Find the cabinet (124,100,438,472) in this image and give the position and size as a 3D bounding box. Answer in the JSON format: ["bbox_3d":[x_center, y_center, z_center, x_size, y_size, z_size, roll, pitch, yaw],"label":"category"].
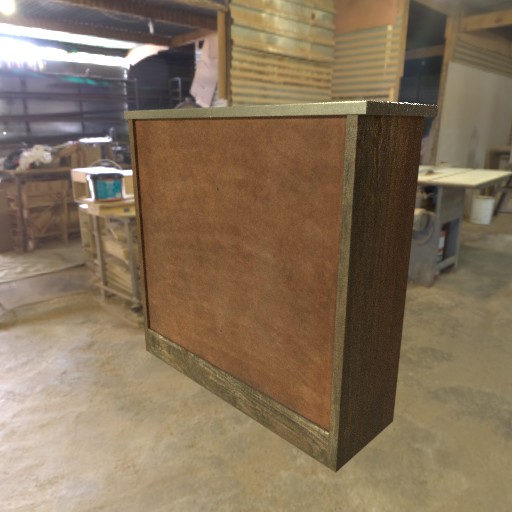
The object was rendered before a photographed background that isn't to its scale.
[{"bbox_3d":[0.000,0.000,1.457,0.338,0.919,0.968,-16,22,-42],"label":"cabinet"}]
